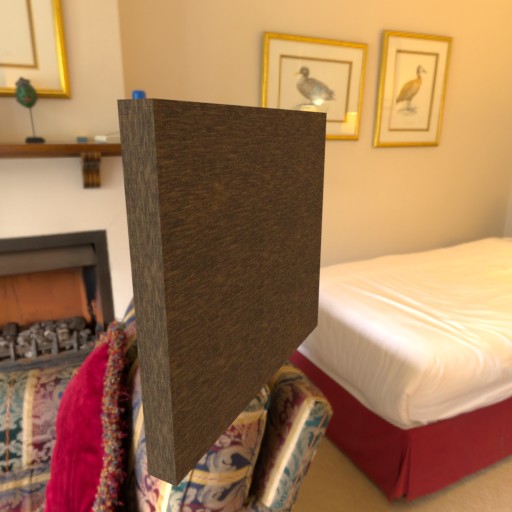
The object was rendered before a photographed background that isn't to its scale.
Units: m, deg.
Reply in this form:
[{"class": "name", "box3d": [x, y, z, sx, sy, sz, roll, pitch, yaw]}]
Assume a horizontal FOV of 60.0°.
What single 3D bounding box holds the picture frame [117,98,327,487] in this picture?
[{"class": "picture frame", "box3d": [0.000, 0.000, 0.522, 0.033, 0.330, 0.378, 8, 18, 26]}]
